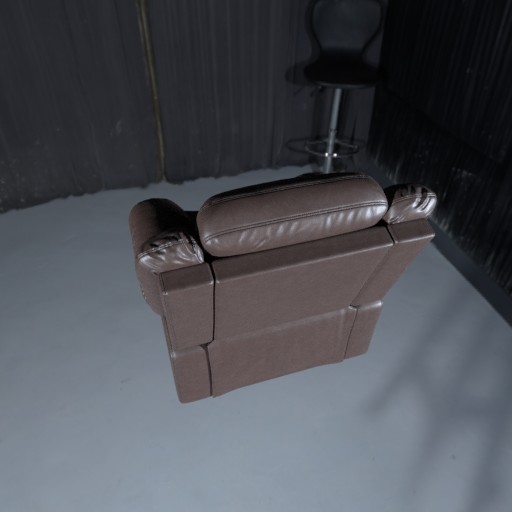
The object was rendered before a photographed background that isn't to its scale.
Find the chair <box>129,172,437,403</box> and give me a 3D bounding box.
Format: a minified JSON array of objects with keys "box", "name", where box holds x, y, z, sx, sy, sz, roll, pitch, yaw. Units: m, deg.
[{"box":[0.000,0.000,1.733,0.899,1.009,0.934,-12,42,-13],"name":"chair"}]
